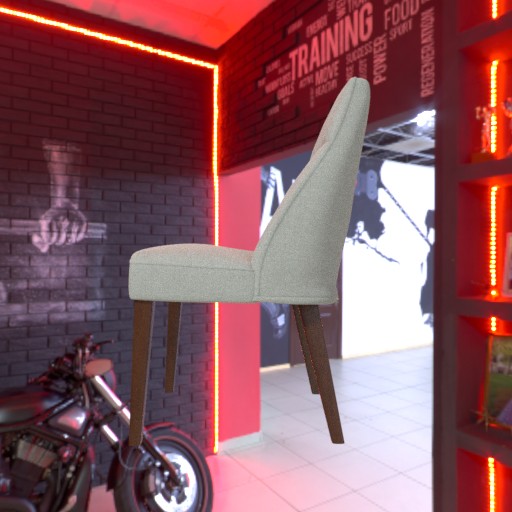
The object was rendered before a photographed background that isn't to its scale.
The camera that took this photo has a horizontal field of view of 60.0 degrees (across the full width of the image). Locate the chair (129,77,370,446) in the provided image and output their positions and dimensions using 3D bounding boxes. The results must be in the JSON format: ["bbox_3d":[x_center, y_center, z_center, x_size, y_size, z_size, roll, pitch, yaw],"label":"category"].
[{"bbox_3d":[0.000,0.000,1.304,0.620,0.930,0.500,0,0,0],"label":"chair"}]
